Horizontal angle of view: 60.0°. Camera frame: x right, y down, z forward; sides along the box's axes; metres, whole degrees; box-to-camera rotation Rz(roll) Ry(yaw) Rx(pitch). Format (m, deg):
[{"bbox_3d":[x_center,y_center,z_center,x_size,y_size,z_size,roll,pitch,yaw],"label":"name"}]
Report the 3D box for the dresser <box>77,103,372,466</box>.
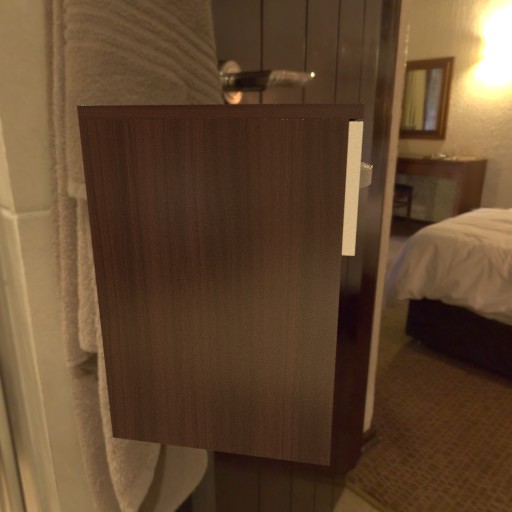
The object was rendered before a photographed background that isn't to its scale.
[{"bbox_3d":[0.000,0.000,0.751,0.360,0.470,0.400,3,17,10],"label":"dresser"}]
